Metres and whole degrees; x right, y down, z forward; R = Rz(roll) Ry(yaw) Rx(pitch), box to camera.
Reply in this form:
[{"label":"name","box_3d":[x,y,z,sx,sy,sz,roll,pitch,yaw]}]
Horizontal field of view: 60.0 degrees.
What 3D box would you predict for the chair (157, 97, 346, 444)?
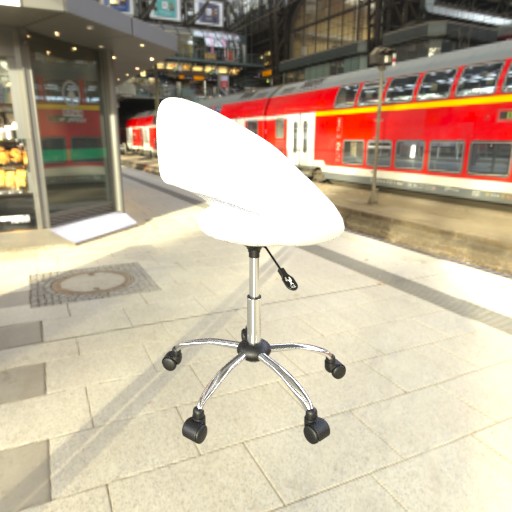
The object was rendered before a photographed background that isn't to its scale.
[{"label":"chair","box_3d":[0.000,0.000,1.197,0.538,0.791,0.612,-8,17,-26]}]
